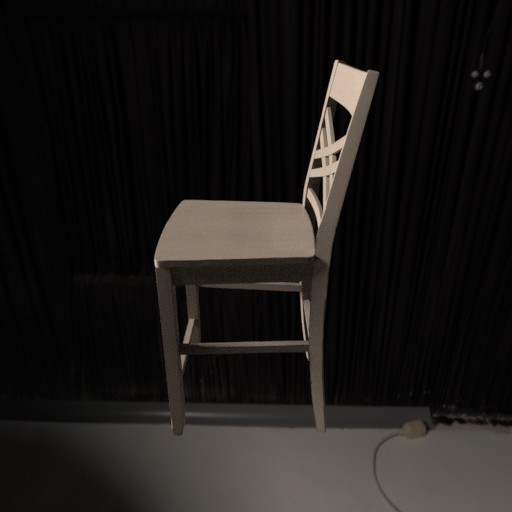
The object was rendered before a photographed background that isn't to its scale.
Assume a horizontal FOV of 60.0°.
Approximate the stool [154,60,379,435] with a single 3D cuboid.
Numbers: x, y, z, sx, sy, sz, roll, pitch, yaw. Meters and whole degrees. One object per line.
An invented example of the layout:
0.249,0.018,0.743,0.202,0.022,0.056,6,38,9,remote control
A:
0.000,0.000,1.356,0.539,1.079,0.462,0,26,1,stool
